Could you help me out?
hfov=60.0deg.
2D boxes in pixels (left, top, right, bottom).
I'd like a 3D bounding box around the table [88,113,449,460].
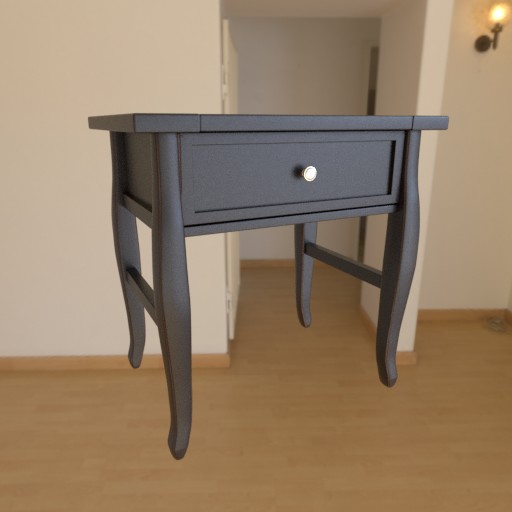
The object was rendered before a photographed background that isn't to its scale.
[{"bbox_3d":[0.000,0.000,1.003,0.602,0.604,0.460,-8,19,-26],"label":"table"}]
